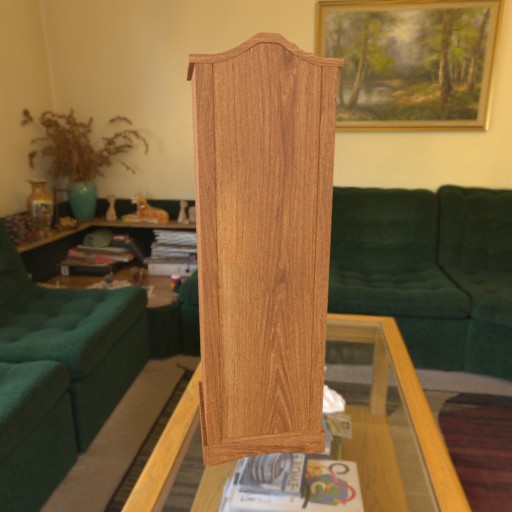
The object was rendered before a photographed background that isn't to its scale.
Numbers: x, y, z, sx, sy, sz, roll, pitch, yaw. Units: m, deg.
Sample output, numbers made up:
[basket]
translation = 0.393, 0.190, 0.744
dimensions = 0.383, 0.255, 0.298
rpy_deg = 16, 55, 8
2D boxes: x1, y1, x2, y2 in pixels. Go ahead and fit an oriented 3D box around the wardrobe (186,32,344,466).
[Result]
[wardrobe]
translation = 0.000, 0.000, 2.150
dimensions = 0.590, 1.870, 0.570
rpy_deg = -3, 16, -9
